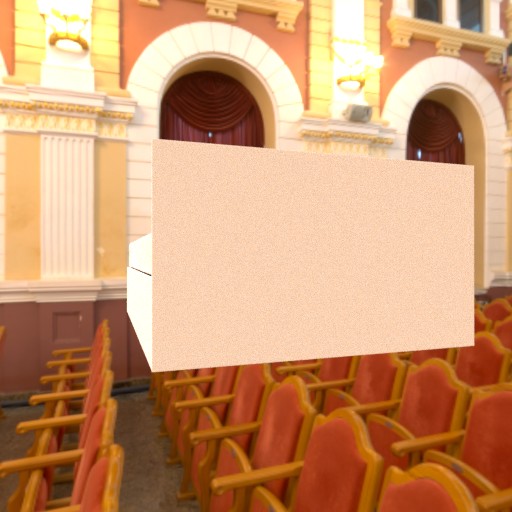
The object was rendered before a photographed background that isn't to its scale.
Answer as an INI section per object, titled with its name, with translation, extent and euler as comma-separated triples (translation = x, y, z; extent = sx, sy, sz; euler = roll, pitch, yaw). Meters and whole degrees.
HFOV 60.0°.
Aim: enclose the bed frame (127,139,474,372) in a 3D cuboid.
[bed frame]
translation = 0.000, 0.000, 2.642
extent = 1.400, 0.800, 1.900
euler = 0, 0, -19
